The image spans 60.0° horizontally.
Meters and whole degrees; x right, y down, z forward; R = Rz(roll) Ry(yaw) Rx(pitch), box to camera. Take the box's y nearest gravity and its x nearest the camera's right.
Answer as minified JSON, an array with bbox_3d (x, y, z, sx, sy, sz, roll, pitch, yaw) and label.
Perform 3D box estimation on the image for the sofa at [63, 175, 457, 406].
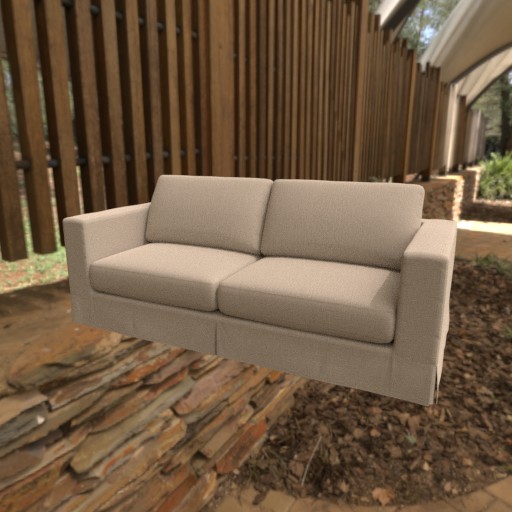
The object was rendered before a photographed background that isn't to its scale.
[{"bbox_3d":[0.000,0.000,2.649,2.163,0.881,0.954,7,16,25],"label":"sofa"}]
